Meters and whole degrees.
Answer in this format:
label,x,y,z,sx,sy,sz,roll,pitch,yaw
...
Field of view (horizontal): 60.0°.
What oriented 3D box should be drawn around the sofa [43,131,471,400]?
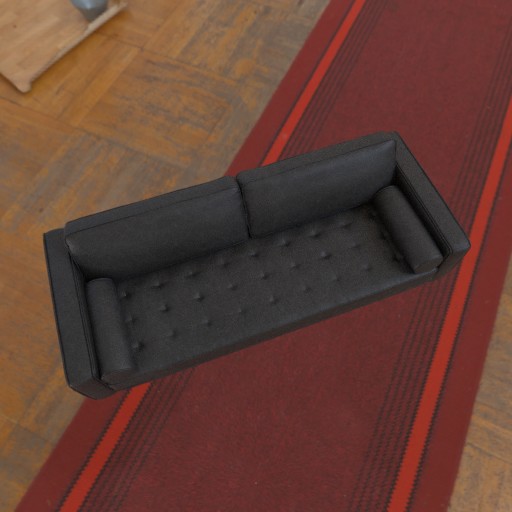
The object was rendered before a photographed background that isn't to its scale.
label,x,y,z,sx,sy,sz,roll,pitch,yaw
sofa,0.000,0.000,2.564,2.210,0.762,0.914,-18,64,-9
